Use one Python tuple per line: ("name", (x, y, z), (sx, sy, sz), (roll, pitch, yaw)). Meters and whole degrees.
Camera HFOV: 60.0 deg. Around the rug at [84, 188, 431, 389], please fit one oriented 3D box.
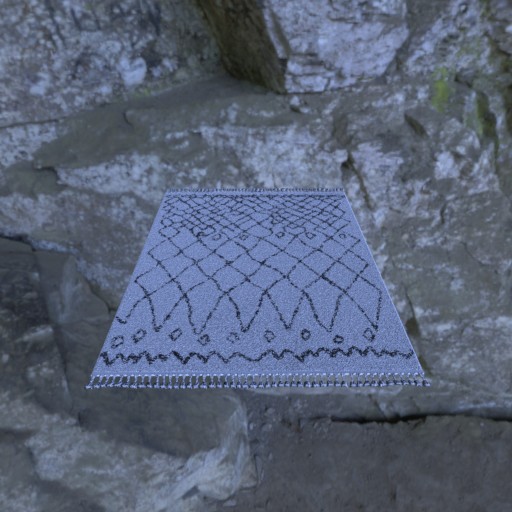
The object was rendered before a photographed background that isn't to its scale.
("rug", (0.000, 0.000, 3.037), (1.613, 0.017, 2.312), (0, 32, 0))
